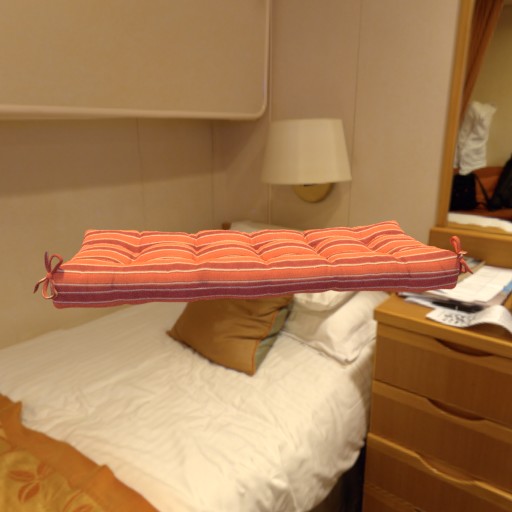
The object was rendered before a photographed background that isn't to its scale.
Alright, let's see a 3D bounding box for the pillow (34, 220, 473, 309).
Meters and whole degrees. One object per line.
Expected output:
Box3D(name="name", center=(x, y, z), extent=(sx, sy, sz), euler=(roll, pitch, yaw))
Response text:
Box3D(name="pillow", center=(0.000, 0.000, 1.359), extent=(1.194, 0.174, 0.511), euler=(-2, 17, -8))
